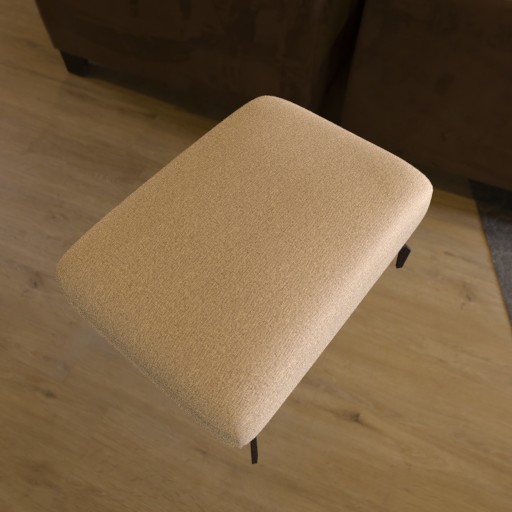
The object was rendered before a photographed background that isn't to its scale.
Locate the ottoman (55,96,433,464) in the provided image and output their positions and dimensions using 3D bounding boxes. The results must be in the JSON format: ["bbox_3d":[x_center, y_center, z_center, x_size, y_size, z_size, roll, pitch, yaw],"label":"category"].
[{"bbox_3d":[0.000,0.000,1.104,0.568,0.420,0.772,35,64,19],"label":"ottoman"}]
